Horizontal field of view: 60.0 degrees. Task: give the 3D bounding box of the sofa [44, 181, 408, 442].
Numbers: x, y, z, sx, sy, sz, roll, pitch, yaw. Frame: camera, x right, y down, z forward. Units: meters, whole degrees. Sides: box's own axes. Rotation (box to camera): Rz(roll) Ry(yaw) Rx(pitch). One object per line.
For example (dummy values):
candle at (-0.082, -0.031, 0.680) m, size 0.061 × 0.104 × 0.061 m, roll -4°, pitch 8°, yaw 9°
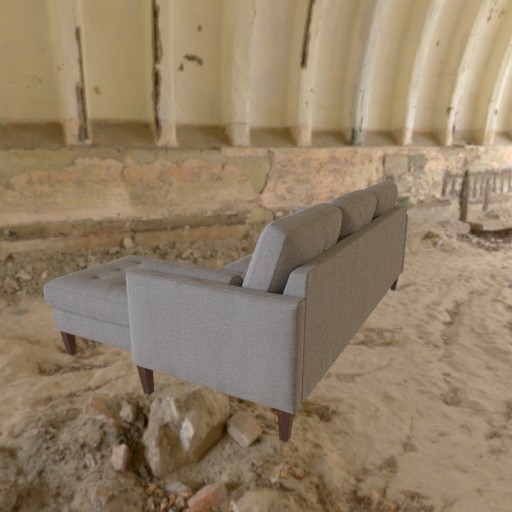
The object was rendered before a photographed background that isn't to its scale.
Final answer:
sofa at (0.000, 0.000, 2.868) m, size 1.506 × 0.875 × 2.178 m, roll 8°, pitch 17°, yaw 27°
